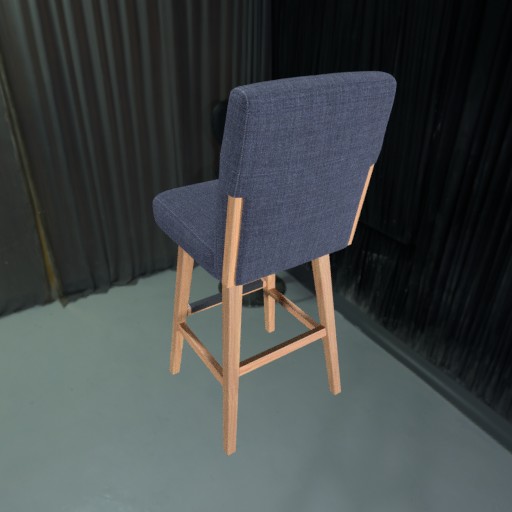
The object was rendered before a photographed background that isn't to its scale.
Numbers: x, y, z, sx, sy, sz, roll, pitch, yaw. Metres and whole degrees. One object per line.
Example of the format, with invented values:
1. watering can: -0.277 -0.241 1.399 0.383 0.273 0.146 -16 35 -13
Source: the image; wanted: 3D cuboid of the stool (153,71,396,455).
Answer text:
1. stool: 0.000 0.000 1.385 0.483 1.112 0.570 -18 35 -29
